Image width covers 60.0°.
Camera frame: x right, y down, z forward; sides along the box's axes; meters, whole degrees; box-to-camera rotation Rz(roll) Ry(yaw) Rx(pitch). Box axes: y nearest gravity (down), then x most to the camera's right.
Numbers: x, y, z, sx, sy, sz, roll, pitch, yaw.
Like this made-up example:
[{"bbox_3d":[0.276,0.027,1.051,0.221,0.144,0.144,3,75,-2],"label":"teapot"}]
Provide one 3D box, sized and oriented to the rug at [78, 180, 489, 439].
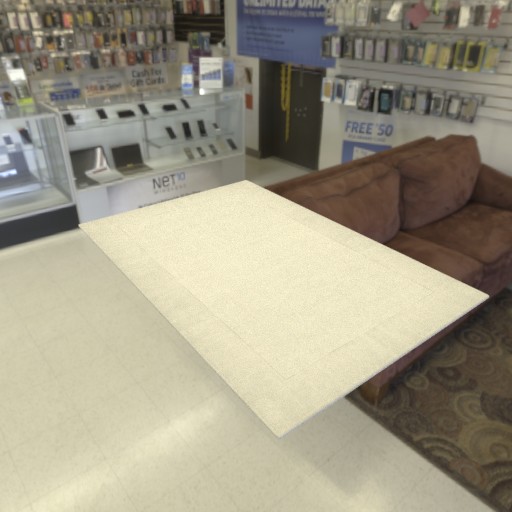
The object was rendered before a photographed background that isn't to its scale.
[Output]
[{"bbox_3d":[0.000,0.000,2.275,1.219,0.013,1.829,-21,36,-32],"label":"rug"}]
